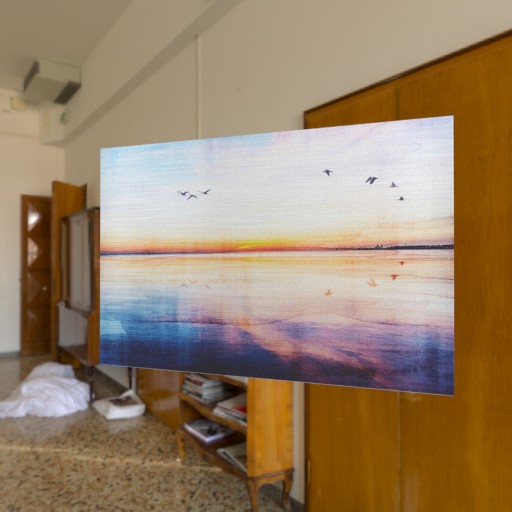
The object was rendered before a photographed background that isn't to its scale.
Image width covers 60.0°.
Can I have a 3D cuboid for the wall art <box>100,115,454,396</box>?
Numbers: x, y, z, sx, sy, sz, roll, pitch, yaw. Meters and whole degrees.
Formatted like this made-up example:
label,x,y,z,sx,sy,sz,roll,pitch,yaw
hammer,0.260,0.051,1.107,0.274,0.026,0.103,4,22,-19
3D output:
label,x,y,z,sx,sy,sz,roll,pitch,yaw
wall art,0.000,0.000,1.117,0.911,0.605,0.037,0,0,19
